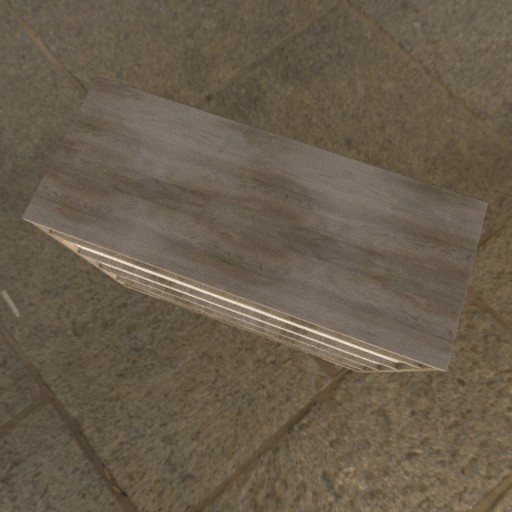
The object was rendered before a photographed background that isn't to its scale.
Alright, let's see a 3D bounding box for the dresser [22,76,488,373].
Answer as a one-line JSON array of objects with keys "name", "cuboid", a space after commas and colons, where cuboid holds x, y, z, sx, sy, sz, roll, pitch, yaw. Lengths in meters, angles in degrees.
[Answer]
[{"name": "dresser", "cuboid": [0.000, 0.000, 1.411, 0.994, 0.816, 0.404, 19, 76, 5]}]
